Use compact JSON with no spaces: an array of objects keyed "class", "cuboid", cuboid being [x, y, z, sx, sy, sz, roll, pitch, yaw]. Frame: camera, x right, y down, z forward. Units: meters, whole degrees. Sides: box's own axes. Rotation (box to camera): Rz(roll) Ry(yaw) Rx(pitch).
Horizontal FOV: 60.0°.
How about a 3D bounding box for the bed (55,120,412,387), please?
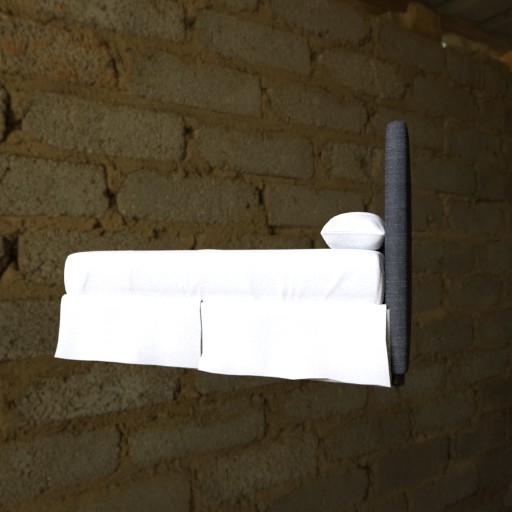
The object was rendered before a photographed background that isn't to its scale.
[{"class":"bed","cuboid":[0.000,0.000,3.231,2.142,1.330,1.723,0,0,20]}]
